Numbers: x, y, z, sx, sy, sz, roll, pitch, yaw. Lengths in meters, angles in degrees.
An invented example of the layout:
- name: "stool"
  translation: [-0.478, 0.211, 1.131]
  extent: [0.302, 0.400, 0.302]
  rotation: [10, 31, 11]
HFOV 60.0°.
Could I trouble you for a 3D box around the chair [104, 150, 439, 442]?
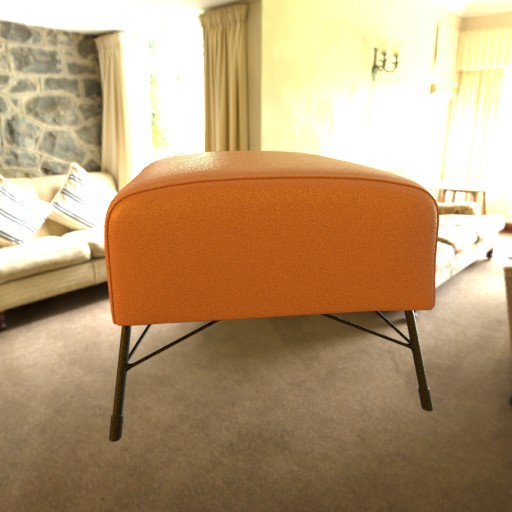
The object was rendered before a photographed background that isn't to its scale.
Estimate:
- name: "chair"
  translation: [0.000, 0.000, 0.900]
  extent: [0.530, 0.410, 0.530]
  rotation: [-2, 16, -8]
